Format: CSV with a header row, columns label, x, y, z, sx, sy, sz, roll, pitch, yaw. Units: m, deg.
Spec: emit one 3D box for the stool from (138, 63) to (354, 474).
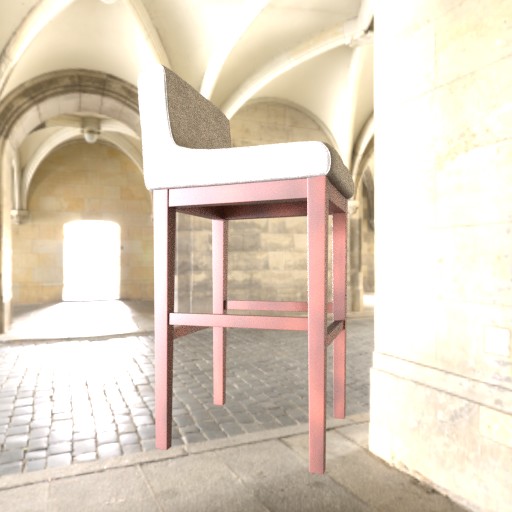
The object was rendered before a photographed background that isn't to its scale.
label,x,y,z,sx,sy,sz,roll,pitch,yaw
stool,0.000,0.000,1.227,0.499,0.965,0.426,0,-1,18
